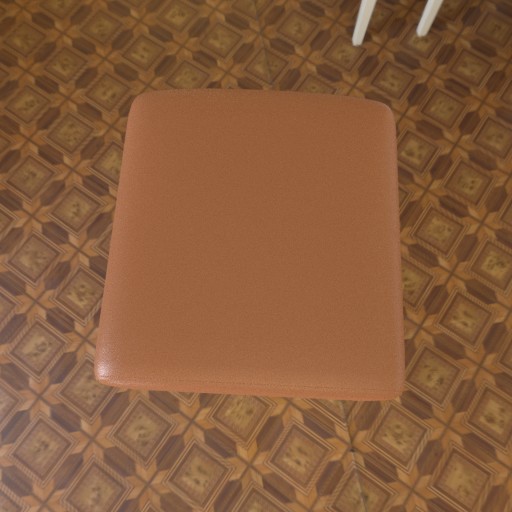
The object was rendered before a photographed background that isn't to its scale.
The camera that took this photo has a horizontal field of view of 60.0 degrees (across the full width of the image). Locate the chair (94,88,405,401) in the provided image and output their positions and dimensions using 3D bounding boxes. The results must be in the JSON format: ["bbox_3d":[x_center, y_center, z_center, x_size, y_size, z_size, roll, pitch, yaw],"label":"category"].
[{"bbox_3d":[0.000,0.000,0.884,0.530,0.410,0.530,3,75,1],"label":"chair"}]
